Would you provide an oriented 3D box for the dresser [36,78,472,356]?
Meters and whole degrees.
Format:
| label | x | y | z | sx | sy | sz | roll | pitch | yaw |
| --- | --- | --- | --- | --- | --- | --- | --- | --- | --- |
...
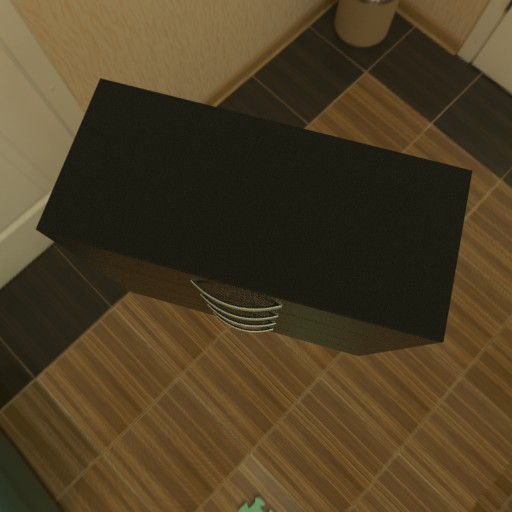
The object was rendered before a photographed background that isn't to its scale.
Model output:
| label | x | y | z | sx | sy | sz | roll | pitch | yaw |
| --- | --- | --- | --- | --- | --- | --- | --- | --- | --- |
| dresser | 0.000 | 0.000 | 1.167 | 0.750 | 0.720 | 0.360 | 15 | 76 | 4 |
